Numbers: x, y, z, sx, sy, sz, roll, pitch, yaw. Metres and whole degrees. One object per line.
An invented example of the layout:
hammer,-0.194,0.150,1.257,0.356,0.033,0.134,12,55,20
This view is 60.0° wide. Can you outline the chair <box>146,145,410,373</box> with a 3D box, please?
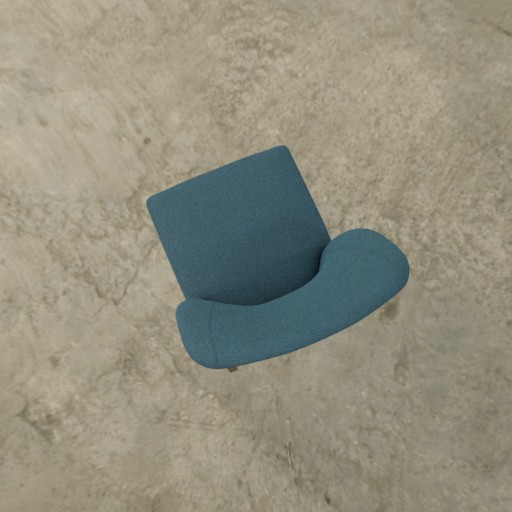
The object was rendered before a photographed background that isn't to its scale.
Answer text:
chair,0.000,0.000,1.290,0.507,0.879,0.620,-23,75,-7
